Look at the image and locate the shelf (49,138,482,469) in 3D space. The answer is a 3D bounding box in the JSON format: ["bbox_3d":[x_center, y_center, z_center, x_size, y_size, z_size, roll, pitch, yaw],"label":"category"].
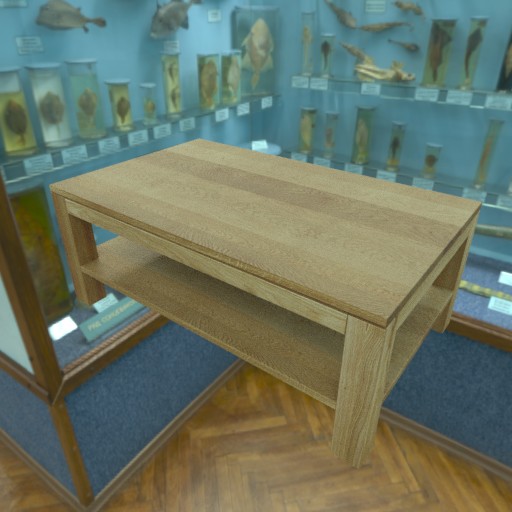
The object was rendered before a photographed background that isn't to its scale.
[{"bbox_3d":[0.000,0.000,1.483,1.150,0.450,0.700,21,36,32],"label":"shelf"}]
